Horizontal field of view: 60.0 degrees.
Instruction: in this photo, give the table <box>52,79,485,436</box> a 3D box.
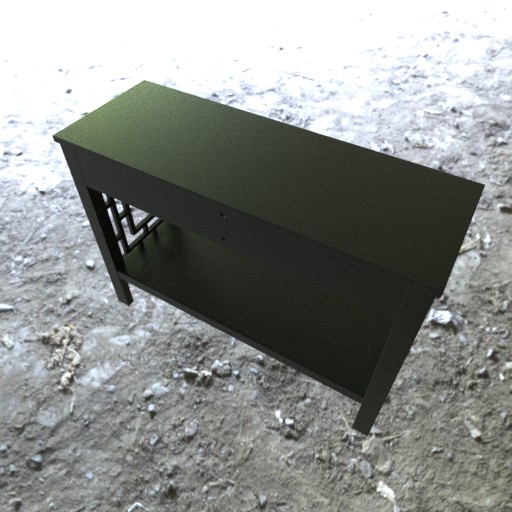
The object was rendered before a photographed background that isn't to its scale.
[{"bbox_3d":[0.000,0.000,1.423,1.068,0.753,0.397,24,52,20],"label":"table"}]
